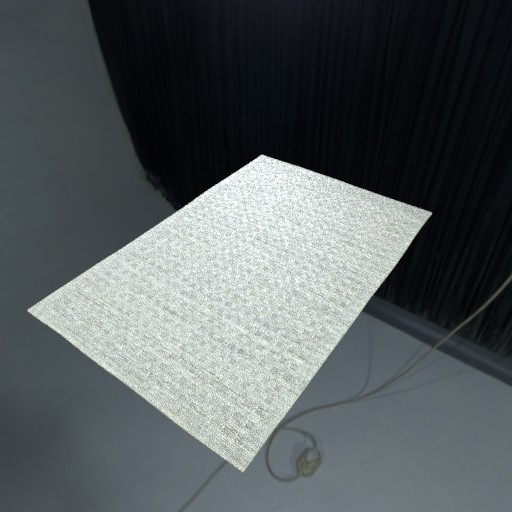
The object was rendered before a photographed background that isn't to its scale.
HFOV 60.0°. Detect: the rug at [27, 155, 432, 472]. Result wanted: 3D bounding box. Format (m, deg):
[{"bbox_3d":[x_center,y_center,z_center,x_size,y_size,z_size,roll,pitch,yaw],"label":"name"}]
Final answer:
[{"bbox_3d":[0.000,0.000,2.871,1.532,0.018,2.297,25,46,27],"label":"rug"}]
